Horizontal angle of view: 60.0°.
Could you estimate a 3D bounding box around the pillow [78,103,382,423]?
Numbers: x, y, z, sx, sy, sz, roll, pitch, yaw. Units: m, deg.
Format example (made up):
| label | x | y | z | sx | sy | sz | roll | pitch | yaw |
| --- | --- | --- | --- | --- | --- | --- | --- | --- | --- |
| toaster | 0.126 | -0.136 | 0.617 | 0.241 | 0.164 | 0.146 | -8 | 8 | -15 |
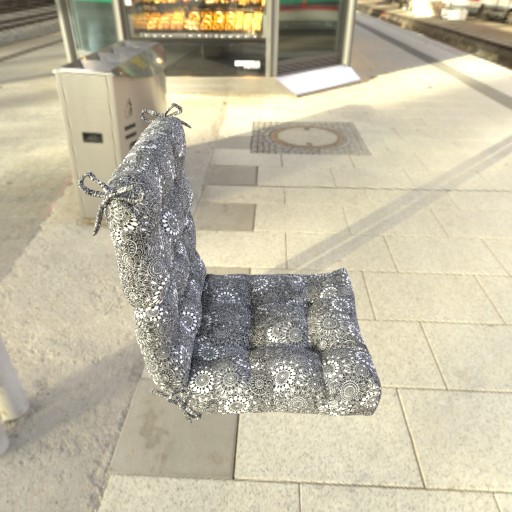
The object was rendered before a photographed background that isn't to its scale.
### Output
| label | x | y | z | sx | sy | sz | roll | pitch | yaw |
| --- | --- | --- | --- | --- | --- | --- | --- | --- | --- |
| pillow | 0.000 | 0.000 | 1.050 | 0.571 | 0.605 | 0.519 | 0 | 33 | 0 |
